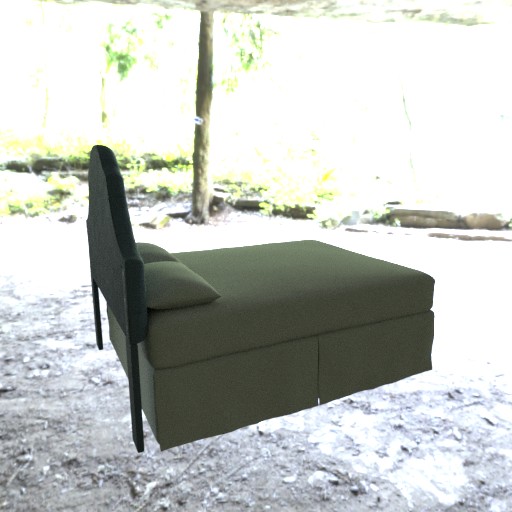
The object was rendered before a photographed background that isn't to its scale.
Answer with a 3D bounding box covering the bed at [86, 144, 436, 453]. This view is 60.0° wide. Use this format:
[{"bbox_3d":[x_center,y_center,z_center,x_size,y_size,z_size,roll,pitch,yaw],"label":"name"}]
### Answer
[{"bbox_3d":[0.000,0.000,3.267,2.155,1.575,1.636,-7,14,-26],"label":"bed"}]
